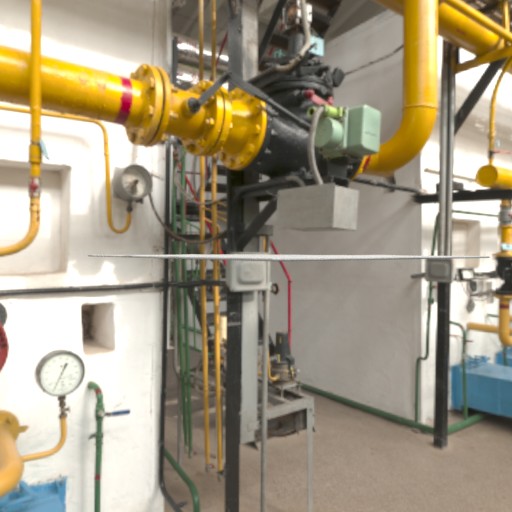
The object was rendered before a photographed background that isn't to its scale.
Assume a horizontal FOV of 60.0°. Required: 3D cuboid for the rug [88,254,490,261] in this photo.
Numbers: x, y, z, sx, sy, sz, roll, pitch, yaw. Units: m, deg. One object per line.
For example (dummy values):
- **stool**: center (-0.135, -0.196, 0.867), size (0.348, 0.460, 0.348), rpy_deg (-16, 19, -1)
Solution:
- **rug**: center (0.000, 0.000, 2.336), size (1.231, 0.012, 1.835), rpy_deg (0, 1, -36)
